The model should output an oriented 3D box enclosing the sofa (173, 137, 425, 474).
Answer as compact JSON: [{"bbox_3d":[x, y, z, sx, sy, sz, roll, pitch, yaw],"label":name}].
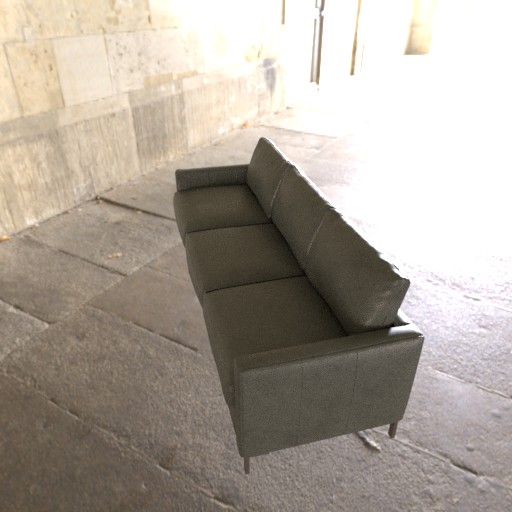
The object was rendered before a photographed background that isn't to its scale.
[{"bbox_3d":[0.000,0.000,2.433,0.748,0.805,2.029,-8,32,-13],"label":"sofa"}]
